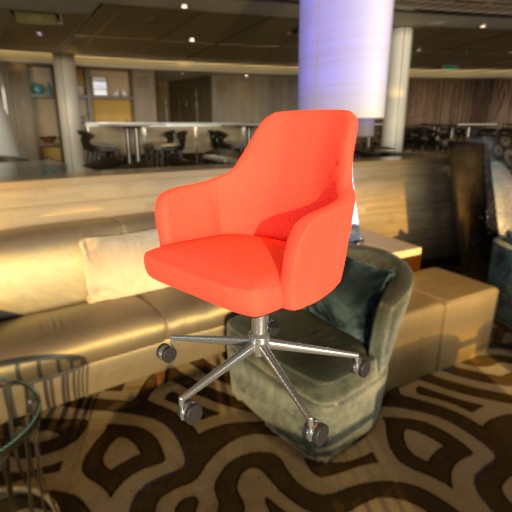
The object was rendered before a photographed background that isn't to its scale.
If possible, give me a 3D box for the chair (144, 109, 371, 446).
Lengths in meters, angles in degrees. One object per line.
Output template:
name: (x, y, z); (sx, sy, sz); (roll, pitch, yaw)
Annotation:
chair: (0.000, 0.000, 1.287); (0.655, 0.820, 0.600); (15, 22, 42)
